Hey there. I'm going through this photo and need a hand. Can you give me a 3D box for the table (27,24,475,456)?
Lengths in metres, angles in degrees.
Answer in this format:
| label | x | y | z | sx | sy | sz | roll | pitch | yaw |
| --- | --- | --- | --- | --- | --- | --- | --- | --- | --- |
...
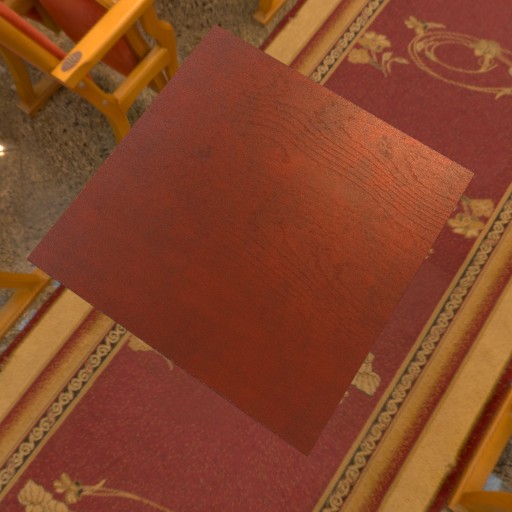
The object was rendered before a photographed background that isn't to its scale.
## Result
| label | x | y | z | sx | sy | sz | roll | pitch | yaw |
| --- | --- | --- | --- | --- | --- | --- | --- | --- | --- |
| table | 0.000 | 0.000 | 0.956 | 0.523 | 0.558 | 0.522 | 35 | 79 | 8 |
